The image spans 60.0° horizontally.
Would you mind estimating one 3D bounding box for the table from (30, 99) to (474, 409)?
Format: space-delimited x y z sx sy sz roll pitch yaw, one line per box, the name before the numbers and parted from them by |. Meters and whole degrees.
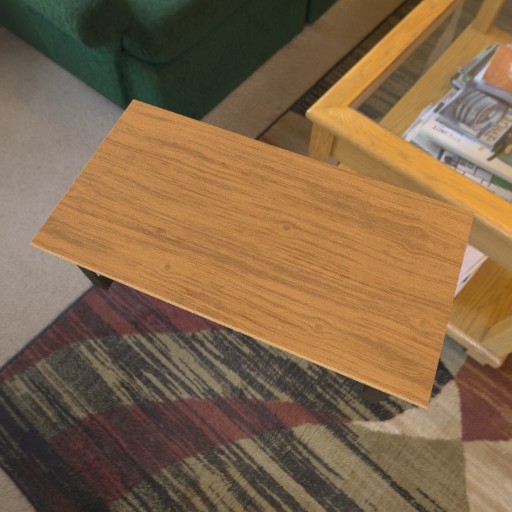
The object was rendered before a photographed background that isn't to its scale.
table | 0.000 0.000 1.683 1.331 0.445 0.693 21 66 10
